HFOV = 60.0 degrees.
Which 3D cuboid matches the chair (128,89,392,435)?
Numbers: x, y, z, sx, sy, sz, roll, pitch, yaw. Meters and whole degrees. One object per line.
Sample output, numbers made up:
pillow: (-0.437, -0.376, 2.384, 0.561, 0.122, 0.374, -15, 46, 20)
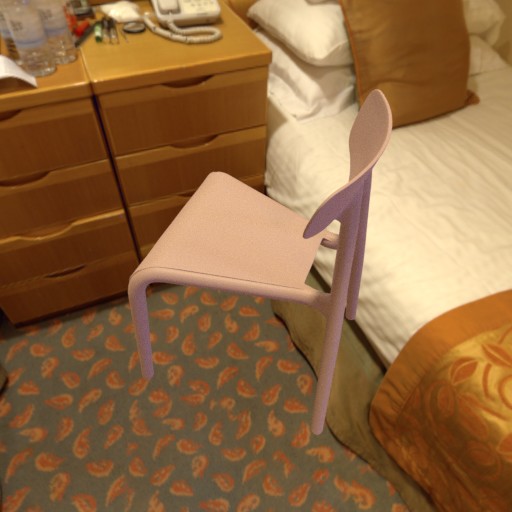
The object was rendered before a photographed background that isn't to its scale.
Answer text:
chair: (0.000, 0.000, 0.820, 0.401, 0.580, 0.356, 16, 49, 14)
